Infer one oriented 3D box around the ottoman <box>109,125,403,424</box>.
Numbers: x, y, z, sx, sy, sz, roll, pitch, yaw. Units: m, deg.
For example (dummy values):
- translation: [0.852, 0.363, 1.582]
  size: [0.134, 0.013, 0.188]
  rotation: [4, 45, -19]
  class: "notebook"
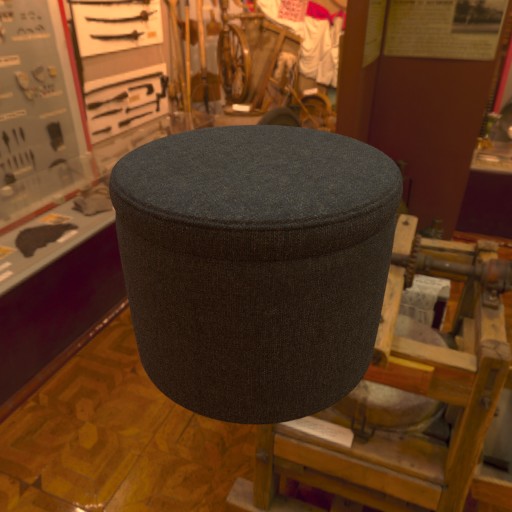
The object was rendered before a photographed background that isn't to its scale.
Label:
- translation: [0.000, 0.000, 0.901]
  size: [0.520, 0.430, 0.520]
  rotation: [0, 31, 0]
  class: "ottoman"
